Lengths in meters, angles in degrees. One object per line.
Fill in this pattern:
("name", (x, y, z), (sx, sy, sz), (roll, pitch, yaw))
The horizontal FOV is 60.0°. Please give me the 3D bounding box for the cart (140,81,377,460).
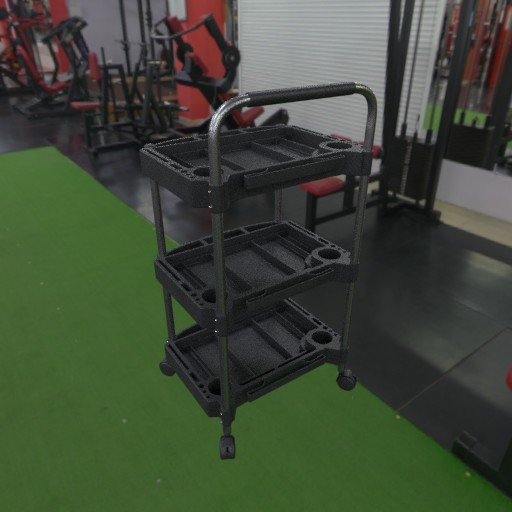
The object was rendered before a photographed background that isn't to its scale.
("cart", (0.000, 0.000, 1.431), (0.584, 1.075, 0.518), (-18, 33, -30))
